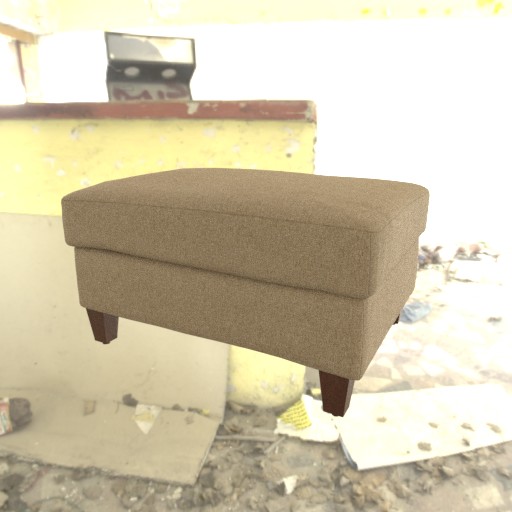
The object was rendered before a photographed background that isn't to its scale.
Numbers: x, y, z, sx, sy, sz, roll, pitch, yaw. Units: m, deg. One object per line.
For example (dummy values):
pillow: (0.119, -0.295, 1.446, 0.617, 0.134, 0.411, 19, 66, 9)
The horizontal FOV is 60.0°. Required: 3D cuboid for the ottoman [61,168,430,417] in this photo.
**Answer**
ottoman: (0.000, 0.000, 1.352, 0.889, 0.511, 0.692, 9, 18, 28)
